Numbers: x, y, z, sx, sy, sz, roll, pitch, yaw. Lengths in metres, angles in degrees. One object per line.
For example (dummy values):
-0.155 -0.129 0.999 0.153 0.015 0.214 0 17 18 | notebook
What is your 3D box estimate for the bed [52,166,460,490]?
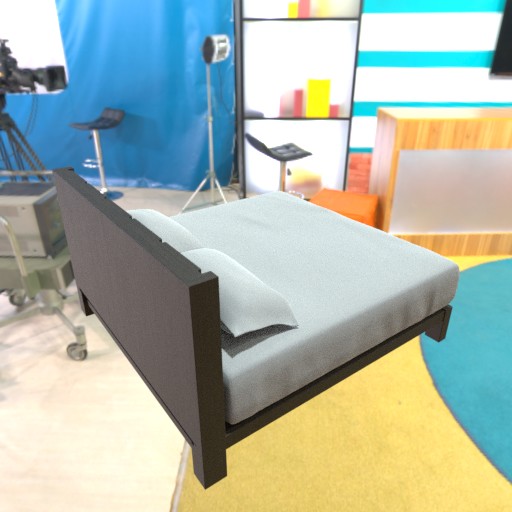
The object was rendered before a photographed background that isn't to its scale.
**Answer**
0.000 0.000 3.436 2.238 1.261 2.143 -18 32 -32 | bed
